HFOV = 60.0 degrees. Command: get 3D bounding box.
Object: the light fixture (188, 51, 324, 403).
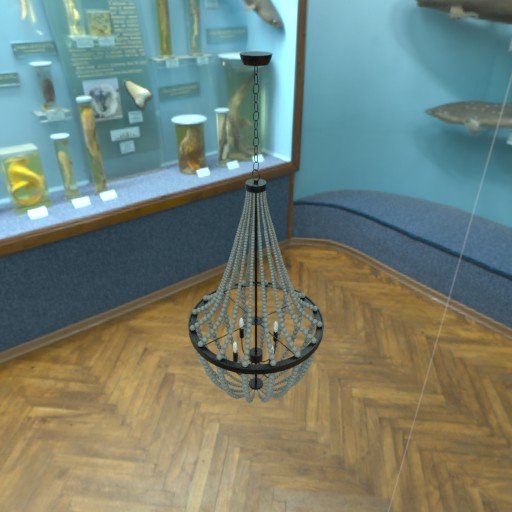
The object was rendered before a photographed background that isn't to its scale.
[{"bbox_3d":[0.000,0.000,1.353,0.450,1.133,0.450,0,32,0],"label":"light fixture"}]
